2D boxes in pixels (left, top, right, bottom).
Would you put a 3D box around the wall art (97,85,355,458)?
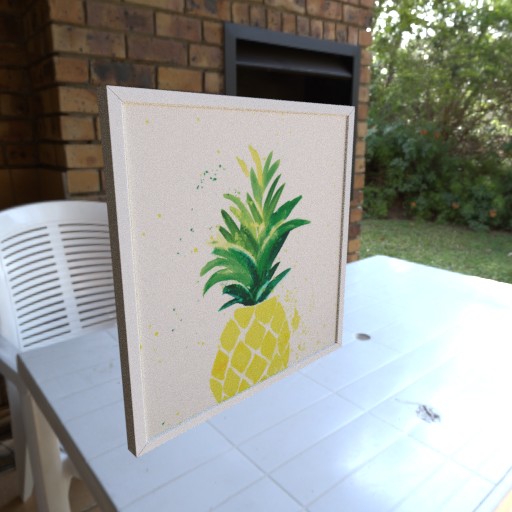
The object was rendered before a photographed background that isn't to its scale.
[{"bbox_3d":[0.000,0.000,1.138,0.763,0.761,0.038,-14,20,-42],"label":"wall art"}]
